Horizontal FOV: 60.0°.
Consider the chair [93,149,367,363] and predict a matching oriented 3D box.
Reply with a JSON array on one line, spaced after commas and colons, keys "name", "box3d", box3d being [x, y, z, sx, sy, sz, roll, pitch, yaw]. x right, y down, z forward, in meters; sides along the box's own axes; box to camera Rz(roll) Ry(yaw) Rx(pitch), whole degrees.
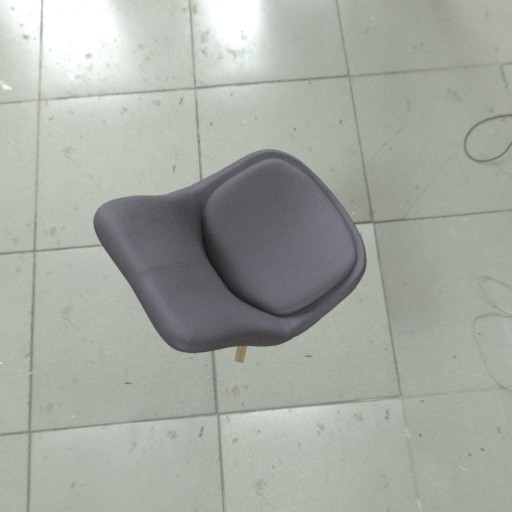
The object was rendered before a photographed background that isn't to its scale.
[{"name": "chair", "box3d": [0.000, 0.000, 1.218, 0.547, 0.865, 0.483, -34, 79, -8]}]
